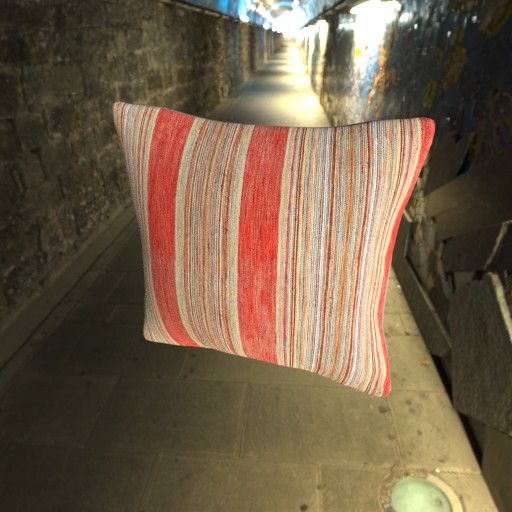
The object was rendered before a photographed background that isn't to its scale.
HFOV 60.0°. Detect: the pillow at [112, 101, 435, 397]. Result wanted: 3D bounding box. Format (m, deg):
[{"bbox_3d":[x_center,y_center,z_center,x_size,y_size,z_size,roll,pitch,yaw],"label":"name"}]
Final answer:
[{"bbox_3d":[0.000,0.000,0.654,0.437,0.419,0.136,9,28,17],"label":"pillow"}]
